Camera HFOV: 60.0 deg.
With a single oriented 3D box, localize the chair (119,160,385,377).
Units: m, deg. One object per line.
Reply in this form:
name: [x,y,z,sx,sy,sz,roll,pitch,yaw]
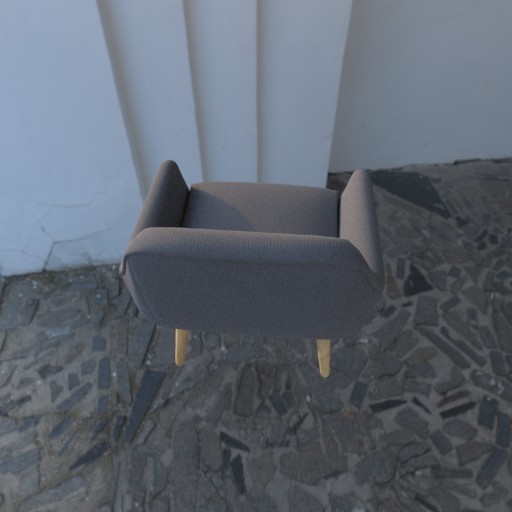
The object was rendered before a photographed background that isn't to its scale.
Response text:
chair: [0.000,0.000,1.456,0.770,0.800,0.779,3,45,3]
